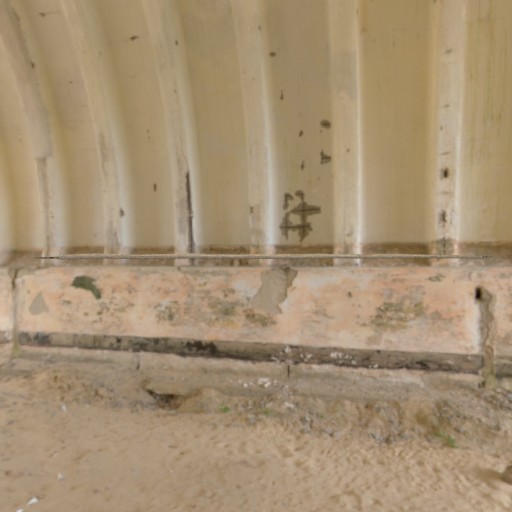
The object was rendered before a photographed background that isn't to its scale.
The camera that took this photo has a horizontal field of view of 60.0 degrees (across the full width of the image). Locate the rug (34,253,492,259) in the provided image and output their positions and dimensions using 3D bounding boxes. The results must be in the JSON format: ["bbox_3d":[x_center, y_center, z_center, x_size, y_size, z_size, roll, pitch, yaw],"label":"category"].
[{"bbox_3d":[0.000,0.000,2.948,2.434,0.027,1.529,0,0,-17],"label":"rug"}]
